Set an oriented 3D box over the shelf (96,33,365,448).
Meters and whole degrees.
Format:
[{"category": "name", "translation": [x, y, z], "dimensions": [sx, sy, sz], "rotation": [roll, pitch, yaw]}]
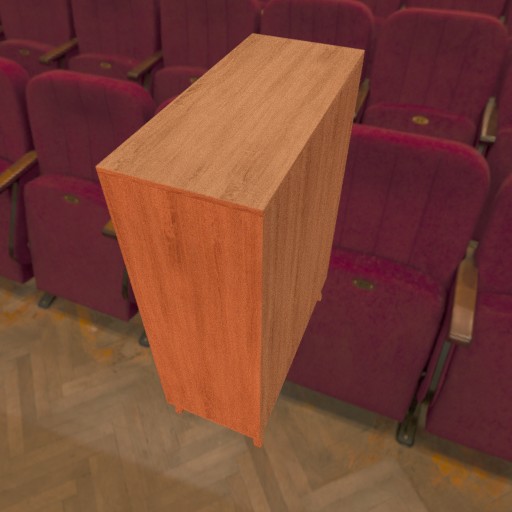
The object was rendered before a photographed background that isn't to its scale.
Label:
[{"category": "shelf", "translation": [0.000, 0.000, 1.856], "dimensions": [0.450, 1.390, 1.000], "rotation": [16, 48, 16]}]
